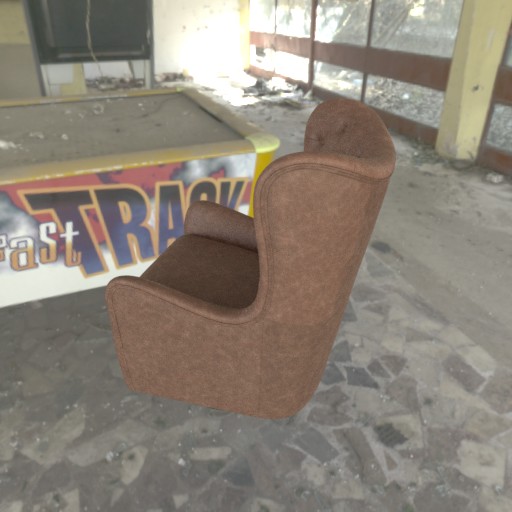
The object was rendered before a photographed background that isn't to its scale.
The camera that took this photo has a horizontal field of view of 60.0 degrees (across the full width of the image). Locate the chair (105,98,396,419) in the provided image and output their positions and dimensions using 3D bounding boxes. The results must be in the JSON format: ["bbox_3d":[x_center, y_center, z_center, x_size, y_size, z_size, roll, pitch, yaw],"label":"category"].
[{"bbox_3d":[0.000,0.000,1.737,0.930,1.079,0.831,8,30,14],"label":"chair"}]
